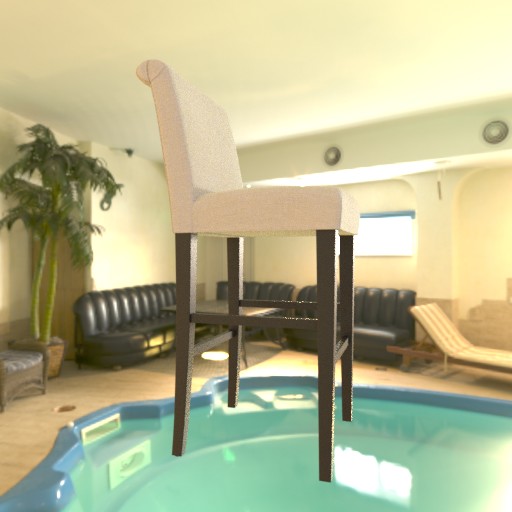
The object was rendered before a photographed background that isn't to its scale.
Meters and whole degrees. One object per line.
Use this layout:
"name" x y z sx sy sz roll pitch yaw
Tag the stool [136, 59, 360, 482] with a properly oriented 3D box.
"stool" 0.000 0.000 1.390 0.597 1.124 0.452 0 0 19
